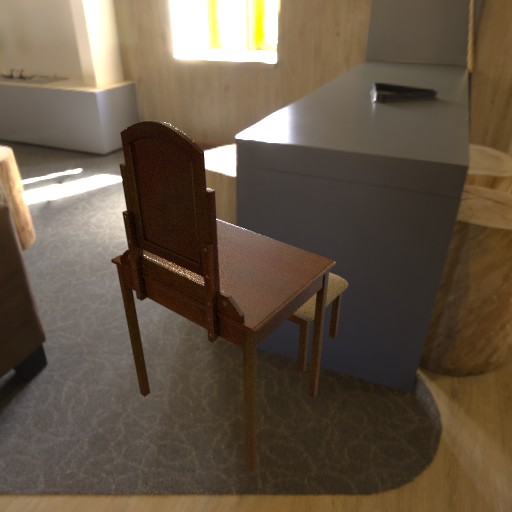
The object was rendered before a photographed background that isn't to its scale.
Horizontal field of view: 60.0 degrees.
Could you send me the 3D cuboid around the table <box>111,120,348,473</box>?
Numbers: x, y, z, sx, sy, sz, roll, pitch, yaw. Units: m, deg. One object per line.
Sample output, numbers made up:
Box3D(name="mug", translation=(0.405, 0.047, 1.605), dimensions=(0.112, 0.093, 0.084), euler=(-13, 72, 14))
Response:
Box3D(name="table", translation=(0.000, 0.000, 2.358), dimensions=(0.876, 1.631, 1.211), euler=(21, 37, 32))
